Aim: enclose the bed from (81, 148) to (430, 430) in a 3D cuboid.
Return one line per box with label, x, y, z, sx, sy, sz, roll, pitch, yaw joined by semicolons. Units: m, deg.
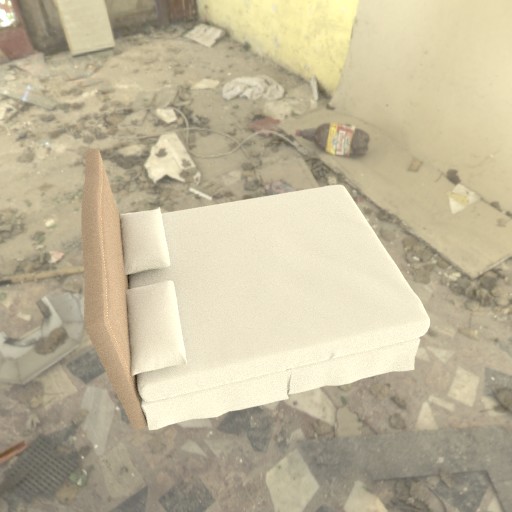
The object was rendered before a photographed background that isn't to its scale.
bed;0.000;0.000;3.507;2.282;1.436;1.821;-11;47;-10
